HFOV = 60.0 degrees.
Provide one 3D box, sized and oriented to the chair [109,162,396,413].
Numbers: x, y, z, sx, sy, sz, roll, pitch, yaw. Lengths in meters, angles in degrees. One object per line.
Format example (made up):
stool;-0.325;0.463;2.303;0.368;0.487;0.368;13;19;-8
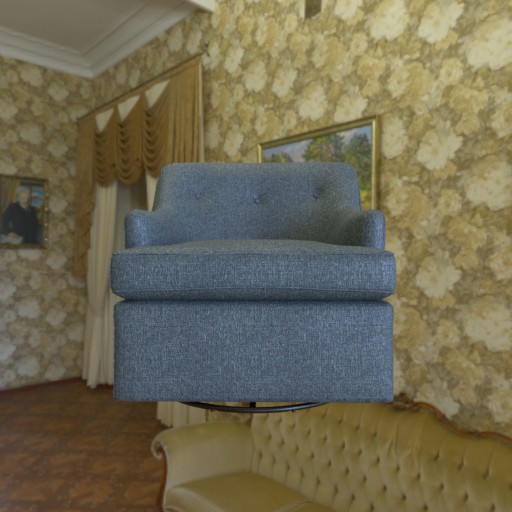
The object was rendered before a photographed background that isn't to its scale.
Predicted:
chair;0.000;0.000;1.618;0.864;0.856;0.923;0;0;1
